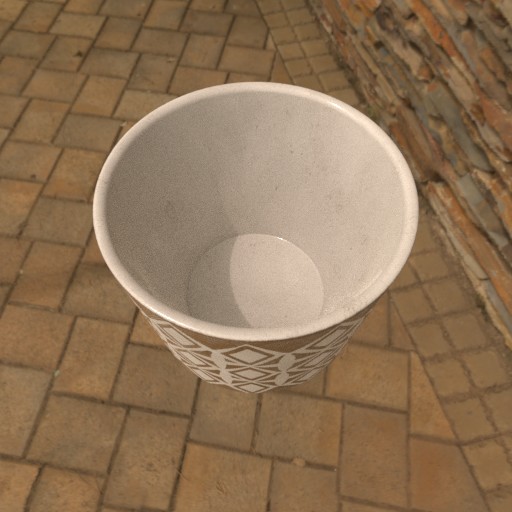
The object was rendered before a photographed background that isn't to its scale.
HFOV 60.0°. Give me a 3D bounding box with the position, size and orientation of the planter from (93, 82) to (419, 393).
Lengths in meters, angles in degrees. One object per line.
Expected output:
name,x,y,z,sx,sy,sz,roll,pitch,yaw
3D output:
planter,0.000,0.000,0.453,0.260,0.220,0.260,0,59,0
